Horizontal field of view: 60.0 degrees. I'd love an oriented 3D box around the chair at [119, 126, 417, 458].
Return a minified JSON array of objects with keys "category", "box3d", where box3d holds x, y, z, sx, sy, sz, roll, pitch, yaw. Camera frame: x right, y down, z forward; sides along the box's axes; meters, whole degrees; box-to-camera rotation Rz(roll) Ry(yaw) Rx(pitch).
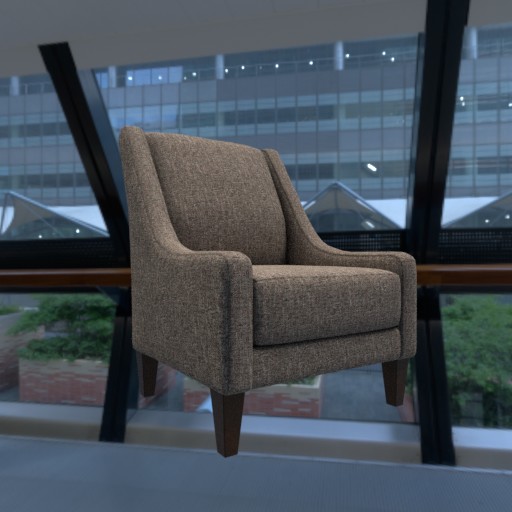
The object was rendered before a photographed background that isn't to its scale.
[{"category":"chair","box3d":[0.000,0.000,1.620,0.774,1.014,0.870,0,0,-34]}]
